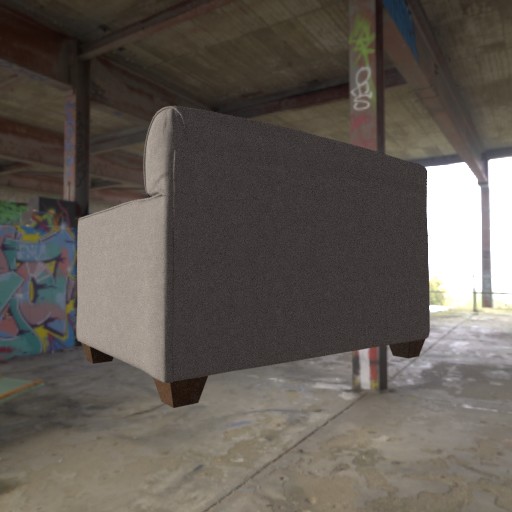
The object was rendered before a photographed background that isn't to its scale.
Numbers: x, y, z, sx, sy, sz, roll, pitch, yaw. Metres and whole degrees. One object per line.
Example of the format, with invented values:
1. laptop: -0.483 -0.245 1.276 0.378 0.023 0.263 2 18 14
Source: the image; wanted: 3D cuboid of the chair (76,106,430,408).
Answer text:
1. chair: 0.000 0.000 2.075 1.395 0.953 0.992 1 -2 -37
